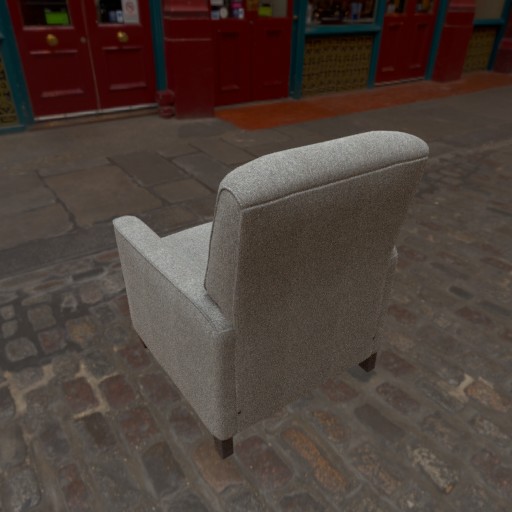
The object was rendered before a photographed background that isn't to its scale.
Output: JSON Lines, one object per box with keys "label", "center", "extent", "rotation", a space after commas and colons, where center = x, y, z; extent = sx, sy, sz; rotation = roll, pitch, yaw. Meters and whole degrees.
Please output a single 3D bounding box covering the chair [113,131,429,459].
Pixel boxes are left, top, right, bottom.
{"label": "chair", "center": [0.000, 0.000, 1.666], "extent": [0.841, 1.028, 0.858], "rotation": [-20, 36, -30]}
